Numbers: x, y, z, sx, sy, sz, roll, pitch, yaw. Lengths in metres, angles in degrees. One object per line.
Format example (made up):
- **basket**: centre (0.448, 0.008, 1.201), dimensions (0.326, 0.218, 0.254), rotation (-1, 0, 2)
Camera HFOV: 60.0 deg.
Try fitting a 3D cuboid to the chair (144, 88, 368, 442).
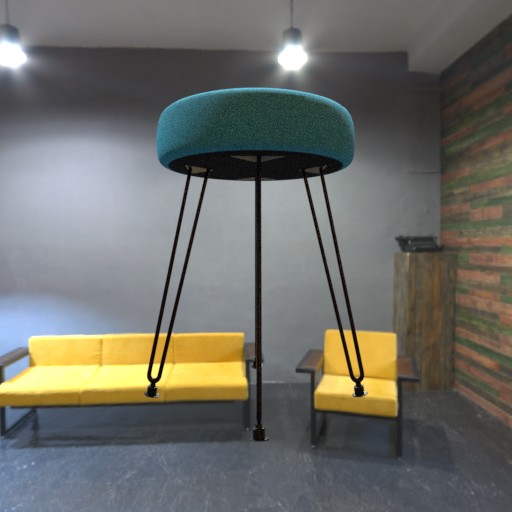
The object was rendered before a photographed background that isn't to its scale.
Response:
- **chair**: centre (0.000, 0.000, 0.692), dimensions (0.350, 0.440, 0.350), rotation (0, 1, 0)
